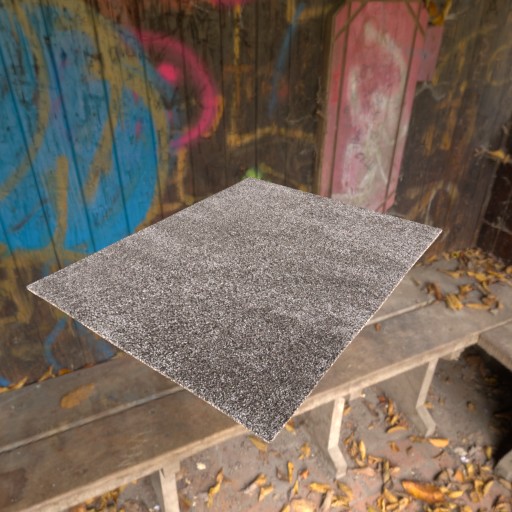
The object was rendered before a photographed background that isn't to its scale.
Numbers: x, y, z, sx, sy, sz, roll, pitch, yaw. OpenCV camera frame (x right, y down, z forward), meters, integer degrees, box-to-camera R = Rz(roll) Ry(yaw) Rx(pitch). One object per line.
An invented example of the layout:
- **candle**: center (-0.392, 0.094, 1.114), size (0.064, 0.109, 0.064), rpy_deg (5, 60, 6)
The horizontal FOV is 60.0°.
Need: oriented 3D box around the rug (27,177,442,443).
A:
- **rug**: center (0.000, 0.000, 3.993), size (2.401, 0.025, 3.000), rpy_deg (21, 37, 31)
